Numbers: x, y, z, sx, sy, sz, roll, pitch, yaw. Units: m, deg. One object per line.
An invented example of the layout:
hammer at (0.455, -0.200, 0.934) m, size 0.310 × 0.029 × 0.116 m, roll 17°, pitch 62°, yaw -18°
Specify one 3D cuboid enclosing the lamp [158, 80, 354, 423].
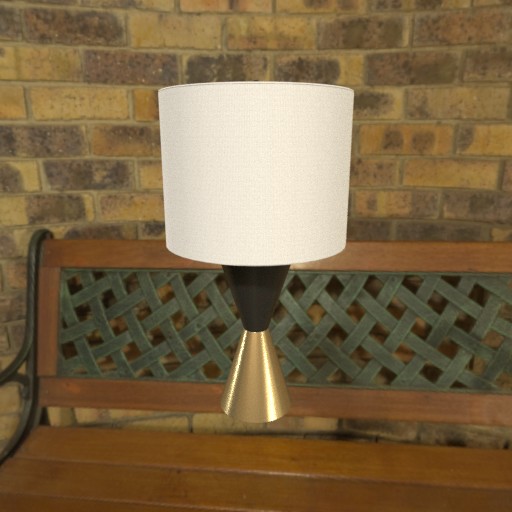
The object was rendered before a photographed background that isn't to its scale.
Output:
lamp at (0.000, 0.000, 0.772) m, size 0.304 × 0.573 × 0.304 m, roll -7°, pitch 17°, yaw -25°
